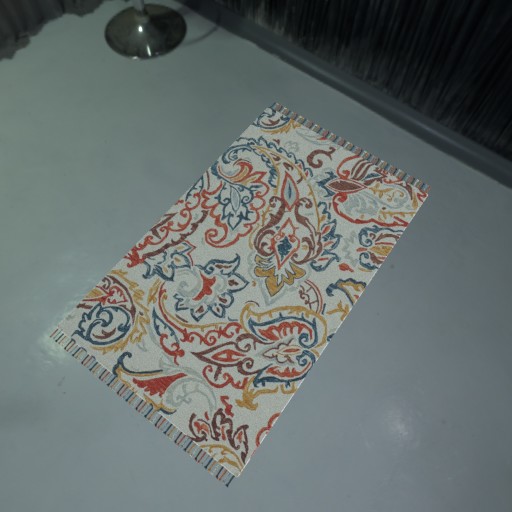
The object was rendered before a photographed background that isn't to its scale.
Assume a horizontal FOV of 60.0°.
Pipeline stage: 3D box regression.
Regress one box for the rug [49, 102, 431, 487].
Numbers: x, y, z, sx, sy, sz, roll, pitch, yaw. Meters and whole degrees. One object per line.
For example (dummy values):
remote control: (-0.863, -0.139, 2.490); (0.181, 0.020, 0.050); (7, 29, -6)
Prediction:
rug: (0.000, 0.000, 3.201); (1.523, 0.010, 2.584); (33, 69, 15)
